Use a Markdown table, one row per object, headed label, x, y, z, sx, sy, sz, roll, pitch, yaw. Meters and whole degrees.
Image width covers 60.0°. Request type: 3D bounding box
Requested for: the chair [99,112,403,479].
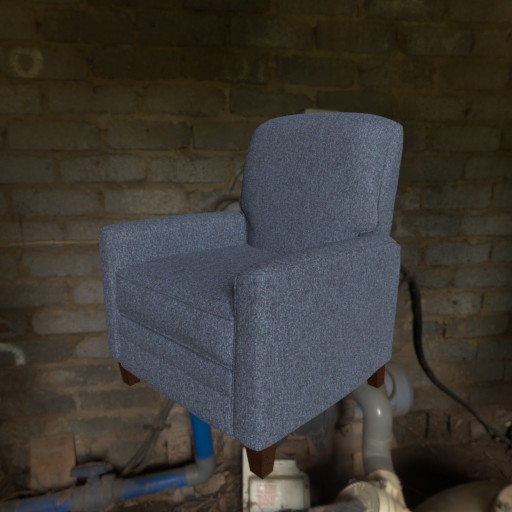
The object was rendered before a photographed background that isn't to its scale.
| label | x | y | z | sx | sy | sz | roll | pitch | yaw |
| --- | --- | --- | --- | --- | --- | --- | --- | --- | --- |
| chair | 0.000 | 0.000 | 1.606 | 0.839 | 1.016 | 0.850 | 14 | 20 | 42 |
